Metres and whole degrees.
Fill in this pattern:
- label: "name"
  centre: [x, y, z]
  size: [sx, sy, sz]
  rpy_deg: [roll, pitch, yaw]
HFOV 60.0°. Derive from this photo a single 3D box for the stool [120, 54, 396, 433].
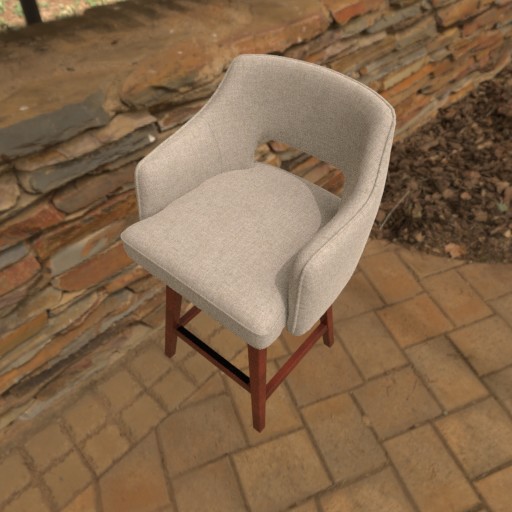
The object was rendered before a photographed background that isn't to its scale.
- label: "stool"
  centre: [0.000, 0.000, 1.307]
  size: [0.599, 0.944, 0.558]
  rpy_deg: [31, 54, 26]
